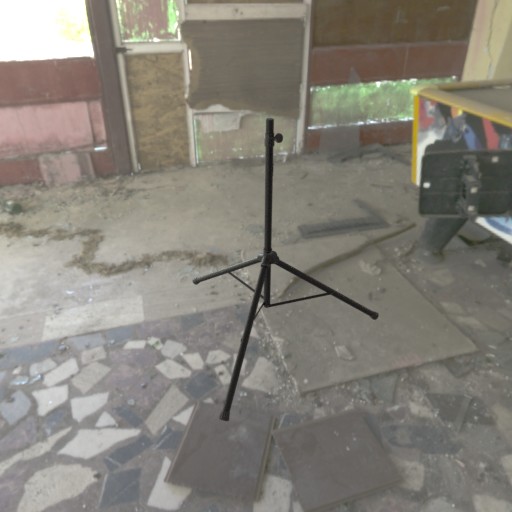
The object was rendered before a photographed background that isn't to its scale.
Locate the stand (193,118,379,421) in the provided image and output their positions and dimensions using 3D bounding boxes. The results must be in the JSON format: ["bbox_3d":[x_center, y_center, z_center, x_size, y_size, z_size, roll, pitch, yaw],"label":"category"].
[{"bbox_3d":[0.000,0.000,2.794,1.596,1.595,1.339,10,33,16],"label":"stand"}]
